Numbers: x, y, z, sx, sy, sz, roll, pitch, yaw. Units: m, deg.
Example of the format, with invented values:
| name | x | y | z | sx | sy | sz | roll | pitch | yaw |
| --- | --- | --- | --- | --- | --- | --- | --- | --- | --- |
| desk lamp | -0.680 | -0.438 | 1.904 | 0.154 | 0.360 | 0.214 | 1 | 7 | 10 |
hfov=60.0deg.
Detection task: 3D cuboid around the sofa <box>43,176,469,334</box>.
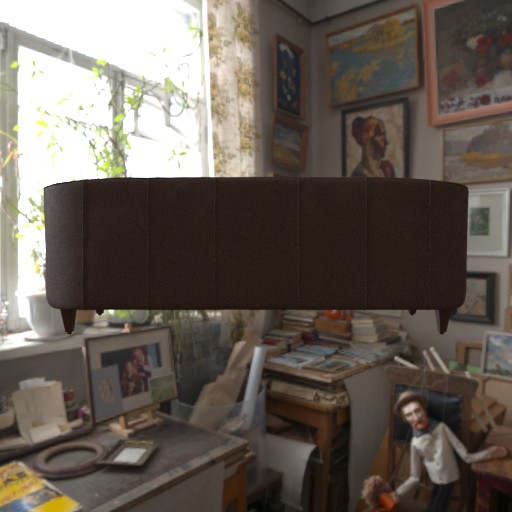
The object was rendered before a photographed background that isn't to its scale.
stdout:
| name | x | y | z | sx | sy | sz | roll | pitch | yaw |
| --- | --- | --- | --- | --- | --- | --- | --- | --- | --- |
| sofa | 0.000 | 0.000 | 2.589 | 2.227 | 0.787 | 0.927 | 0 | 0 | 0 |
